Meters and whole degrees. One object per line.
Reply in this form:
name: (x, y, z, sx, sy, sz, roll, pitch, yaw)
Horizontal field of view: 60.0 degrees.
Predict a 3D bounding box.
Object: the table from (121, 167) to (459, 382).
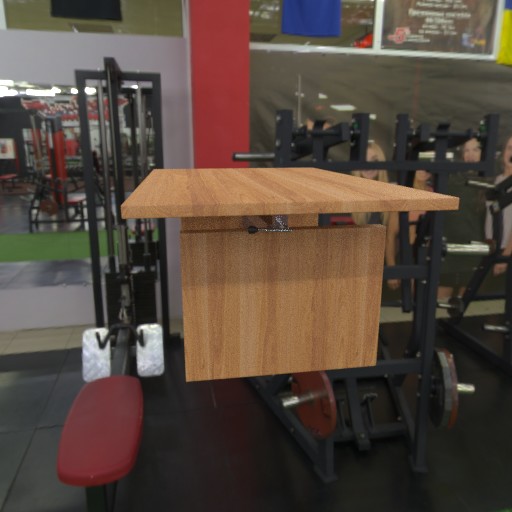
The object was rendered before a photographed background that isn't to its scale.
table: (0.000, 0.000, 1.480, 0.700, 0.510, 1.100, -2, 15, -9)
